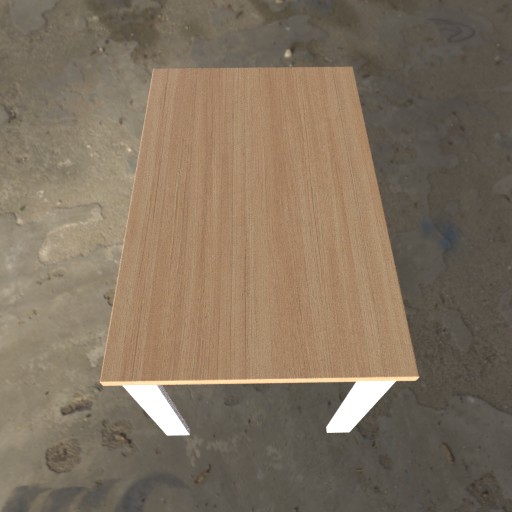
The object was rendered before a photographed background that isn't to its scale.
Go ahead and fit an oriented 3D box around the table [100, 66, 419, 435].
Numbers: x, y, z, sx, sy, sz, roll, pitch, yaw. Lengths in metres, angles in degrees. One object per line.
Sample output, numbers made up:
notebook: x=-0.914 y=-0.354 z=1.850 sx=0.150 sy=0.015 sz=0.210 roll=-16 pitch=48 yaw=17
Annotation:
table: x=0.000 y=0.000 z=1.571 sx=0.700 sy=0.734 sz=1.100 roll=-1 pitch=58 yaw=-1
